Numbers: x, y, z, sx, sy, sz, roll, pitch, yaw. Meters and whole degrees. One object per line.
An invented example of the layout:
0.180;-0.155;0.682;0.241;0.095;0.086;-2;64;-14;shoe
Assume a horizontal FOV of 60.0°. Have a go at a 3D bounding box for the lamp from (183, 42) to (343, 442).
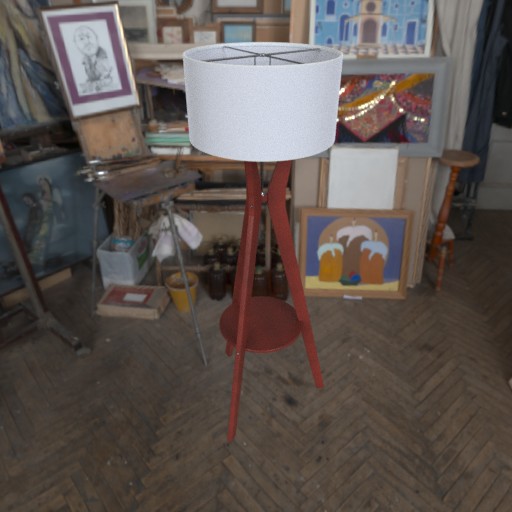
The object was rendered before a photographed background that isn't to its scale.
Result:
0.000;0.000;1.737;0.539;1.472;0.542;-20;37;-29;lamp
